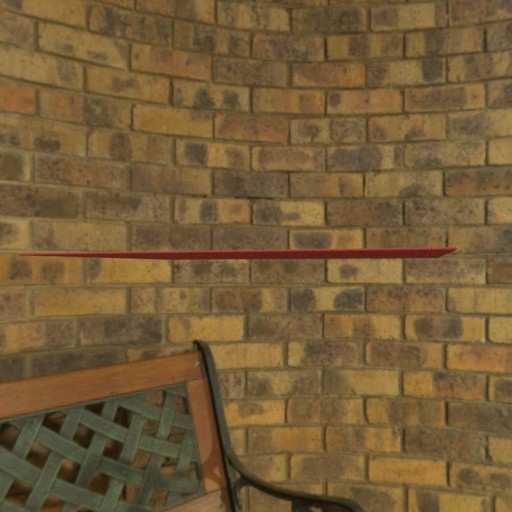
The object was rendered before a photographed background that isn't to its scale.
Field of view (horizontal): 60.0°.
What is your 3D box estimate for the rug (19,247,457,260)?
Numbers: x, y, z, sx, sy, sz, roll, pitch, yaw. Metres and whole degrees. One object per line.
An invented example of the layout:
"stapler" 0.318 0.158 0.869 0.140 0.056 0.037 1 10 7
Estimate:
"rug" 0.000 0.000 2.819 2.211 0.013 1.593 -1 -2 20
